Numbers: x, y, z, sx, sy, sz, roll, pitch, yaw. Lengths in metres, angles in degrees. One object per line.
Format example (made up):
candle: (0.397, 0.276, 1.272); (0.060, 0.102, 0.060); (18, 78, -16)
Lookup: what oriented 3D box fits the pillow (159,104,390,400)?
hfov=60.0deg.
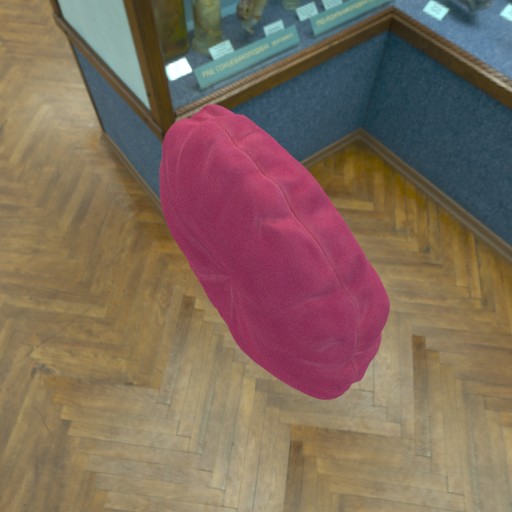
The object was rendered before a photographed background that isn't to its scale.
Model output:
pillow: (0.000, 0.000, 0.621); (0.148, 0.407, 0.428); (-31, 64, -17)
